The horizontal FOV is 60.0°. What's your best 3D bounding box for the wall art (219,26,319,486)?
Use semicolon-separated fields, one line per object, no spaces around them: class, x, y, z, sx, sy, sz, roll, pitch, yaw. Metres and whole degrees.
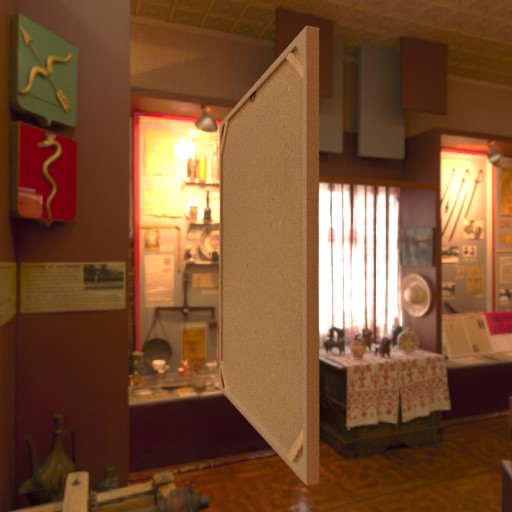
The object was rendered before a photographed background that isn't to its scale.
wall art;0.000;0.000;1.604;0.038;1.212;0.914;0;0;-19
